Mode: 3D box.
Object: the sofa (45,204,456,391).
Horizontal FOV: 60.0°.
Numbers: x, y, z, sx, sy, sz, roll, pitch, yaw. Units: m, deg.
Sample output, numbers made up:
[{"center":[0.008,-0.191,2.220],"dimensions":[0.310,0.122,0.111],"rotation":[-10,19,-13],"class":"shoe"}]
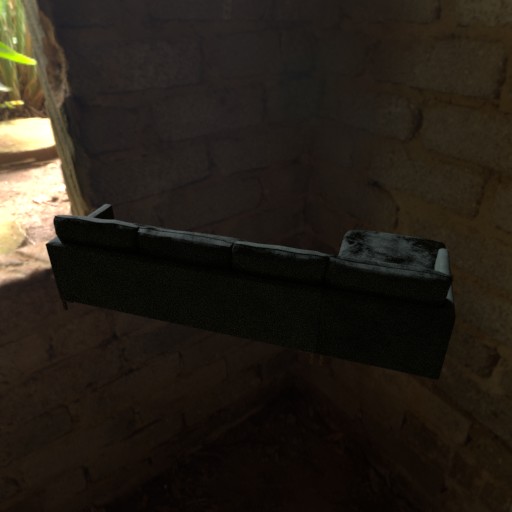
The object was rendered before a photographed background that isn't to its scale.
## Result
[{"center":[0.000,0.000,4.154],"dimensions":[3.400,0.967,1.500],"rotation":[9,32,15],"class":"sofa"}]
